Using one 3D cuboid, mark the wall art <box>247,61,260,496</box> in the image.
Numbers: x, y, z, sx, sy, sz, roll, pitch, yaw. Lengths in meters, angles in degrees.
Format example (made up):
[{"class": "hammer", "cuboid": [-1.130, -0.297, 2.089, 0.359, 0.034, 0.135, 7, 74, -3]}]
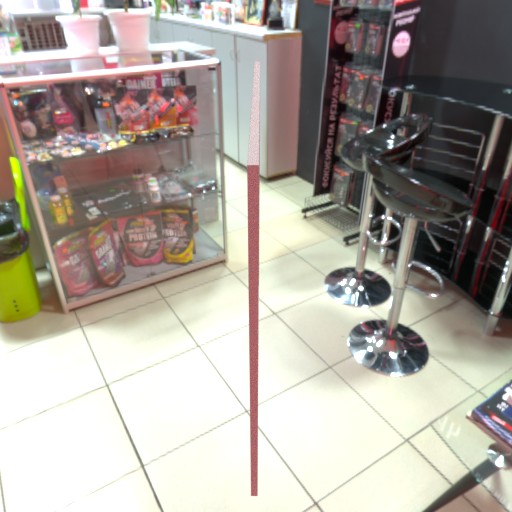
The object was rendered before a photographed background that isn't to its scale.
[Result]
[{"class": "wall art", "cuboid": [0.000, 0.000, 0.651, 0.009, 0.457, 0.456, 0, 33, 0]}]
